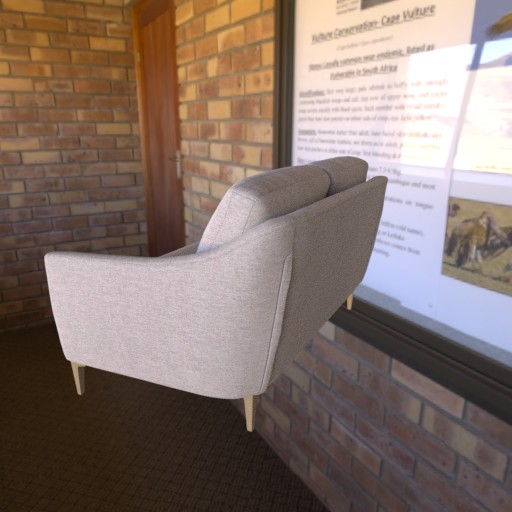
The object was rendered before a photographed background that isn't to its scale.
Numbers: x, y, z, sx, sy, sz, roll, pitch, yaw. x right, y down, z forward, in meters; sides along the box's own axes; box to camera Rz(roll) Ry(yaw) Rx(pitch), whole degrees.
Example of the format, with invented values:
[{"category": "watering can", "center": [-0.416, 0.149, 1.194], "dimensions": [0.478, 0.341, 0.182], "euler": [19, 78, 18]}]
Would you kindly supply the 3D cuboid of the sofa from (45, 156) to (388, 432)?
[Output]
[{"category": "sofa", "center": [0.000, 0.000, 2.144], "dimensions": [0.960, 0.904, 1.619], "euler": [8, 18, 26]}]
